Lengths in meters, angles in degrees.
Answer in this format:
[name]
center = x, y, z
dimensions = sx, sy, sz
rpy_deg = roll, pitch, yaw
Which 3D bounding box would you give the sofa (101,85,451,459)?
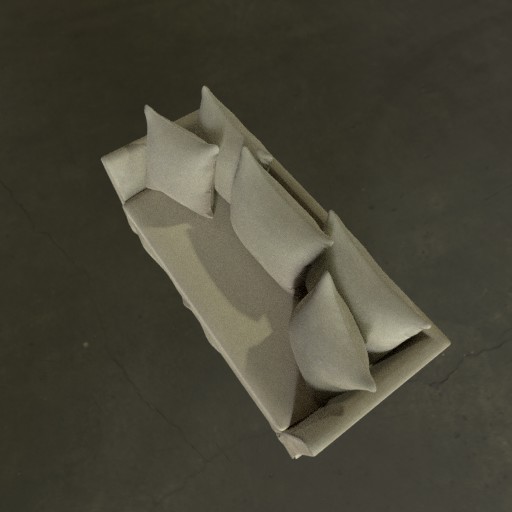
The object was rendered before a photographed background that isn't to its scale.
[sofa]
center = 0.000, 0.000, 2.885
dimensions = 1.031, 1.034, 2.290
rpy_deg = -32, 66, -16
